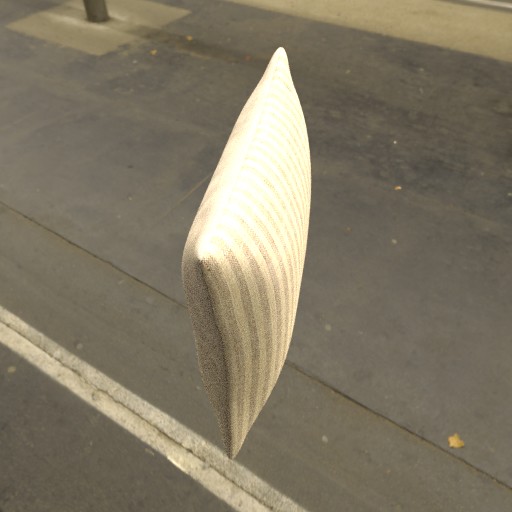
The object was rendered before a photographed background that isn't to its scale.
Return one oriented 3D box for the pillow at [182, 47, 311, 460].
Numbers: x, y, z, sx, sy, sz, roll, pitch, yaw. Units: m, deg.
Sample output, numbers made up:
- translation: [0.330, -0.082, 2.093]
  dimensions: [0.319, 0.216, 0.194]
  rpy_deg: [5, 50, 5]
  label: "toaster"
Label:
- translation: [0.000, 0.000, 0.774]
  dimensions: [0.166, 0.510, 0.523]
  rpy_deg: [8, 47, 7]
  label: "pillow"
